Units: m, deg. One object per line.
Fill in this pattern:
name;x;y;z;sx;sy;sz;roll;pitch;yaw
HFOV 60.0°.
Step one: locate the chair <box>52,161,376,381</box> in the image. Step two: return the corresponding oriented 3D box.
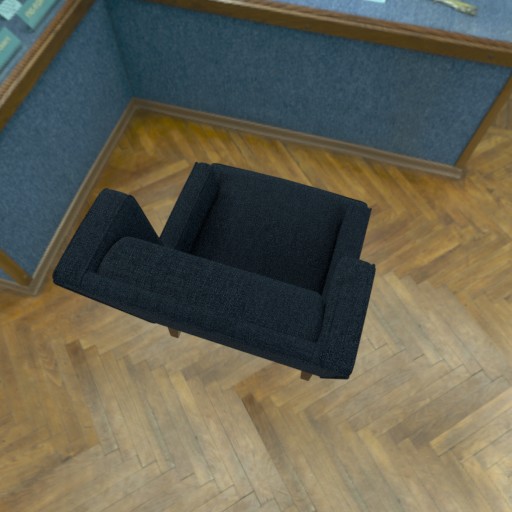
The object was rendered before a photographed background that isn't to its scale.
chair;0.000;0.000;1.696;0.764;1.072;0.947;16;64;8
